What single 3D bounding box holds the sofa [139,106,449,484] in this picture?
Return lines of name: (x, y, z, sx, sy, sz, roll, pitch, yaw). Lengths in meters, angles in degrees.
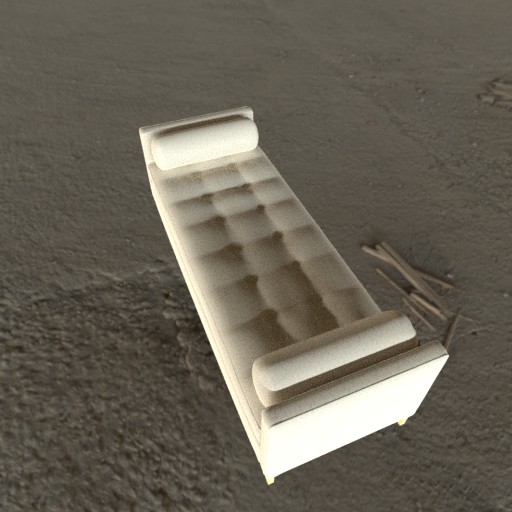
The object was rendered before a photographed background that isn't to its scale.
sofa: (0.000, 0.000, 2.354, 0.746, 0.641, 1.985, -17, 49, -15)
